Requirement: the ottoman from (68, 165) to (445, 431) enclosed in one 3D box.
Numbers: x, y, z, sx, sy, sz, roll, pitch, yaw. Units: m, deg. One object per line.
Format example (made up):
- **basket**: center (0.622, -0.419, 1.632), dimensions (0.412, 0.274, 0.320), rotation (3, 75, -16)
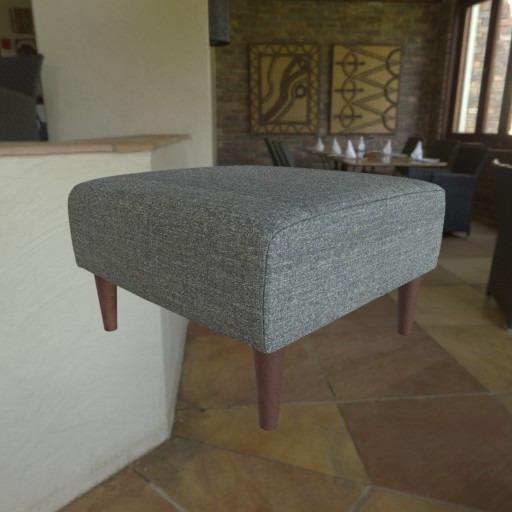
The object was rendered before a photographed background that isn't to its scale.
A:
- **ottoman**: center (0.000, 0.000, 1.077), dimensions (0.655, 0.399, 0.648), rotation (15, 22, 42)
